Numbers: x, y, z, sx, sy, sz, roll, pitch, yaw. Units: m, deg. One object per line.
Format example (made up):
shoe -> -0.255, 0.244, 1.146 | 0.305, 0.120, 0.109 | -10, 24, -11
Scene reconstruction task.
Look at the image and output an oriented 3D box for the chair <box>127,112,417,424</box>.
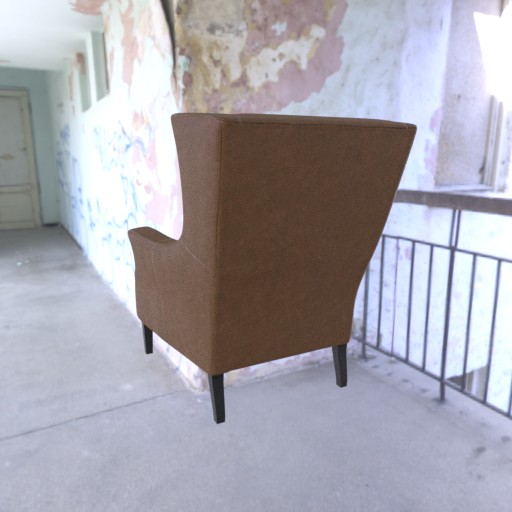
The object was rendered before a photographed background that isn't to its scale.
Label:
chair -> 0.000, 0.000, 1.732 | 0.852, 1.016, 0.925 | -7, 15, -27
